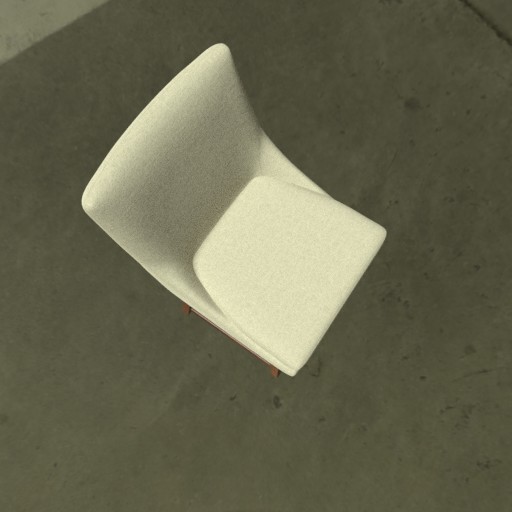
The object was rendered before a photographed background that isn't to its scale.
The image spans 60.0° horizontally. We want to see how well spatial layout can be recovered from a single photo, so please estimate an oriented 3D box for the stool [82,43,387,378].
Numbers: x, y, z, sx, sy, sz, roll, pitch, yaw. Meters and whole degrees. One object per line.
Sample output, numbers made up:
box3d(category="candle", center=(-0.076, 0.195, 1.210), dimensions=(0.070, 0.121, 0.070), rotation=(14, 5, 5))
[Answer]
box3d(category="stool", center=(0.000, 0.000, 1.298), dimensions=(0.559, 0.991, 0.469), rotation=(34, 76, 9))
